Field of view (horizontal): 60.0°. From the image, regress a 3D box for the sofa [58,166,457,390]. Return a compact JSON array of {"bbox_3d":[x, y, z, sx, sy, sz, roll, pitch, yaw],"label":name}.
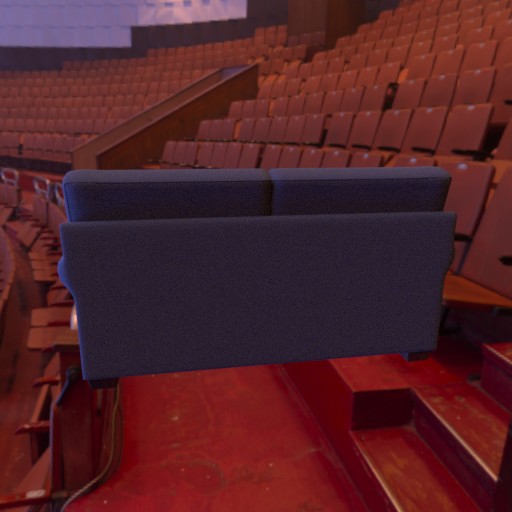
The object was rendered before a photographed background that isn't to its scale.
[{"bbox_3d":[0.000,0.000,2.517,1.930,1.020,0.940,-2,15,-10],"label":"sofa"}]
